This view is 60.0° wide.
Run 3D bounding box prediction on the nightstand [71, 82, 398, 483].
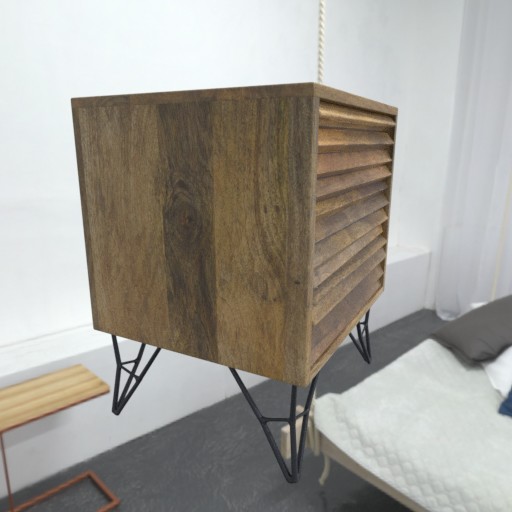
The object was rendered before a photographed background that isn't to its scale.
[{"bbox_3d":[0.000,0.000,0.854,0.406,0.559,0.457,8,16,28],"label":"nightstand"}]
